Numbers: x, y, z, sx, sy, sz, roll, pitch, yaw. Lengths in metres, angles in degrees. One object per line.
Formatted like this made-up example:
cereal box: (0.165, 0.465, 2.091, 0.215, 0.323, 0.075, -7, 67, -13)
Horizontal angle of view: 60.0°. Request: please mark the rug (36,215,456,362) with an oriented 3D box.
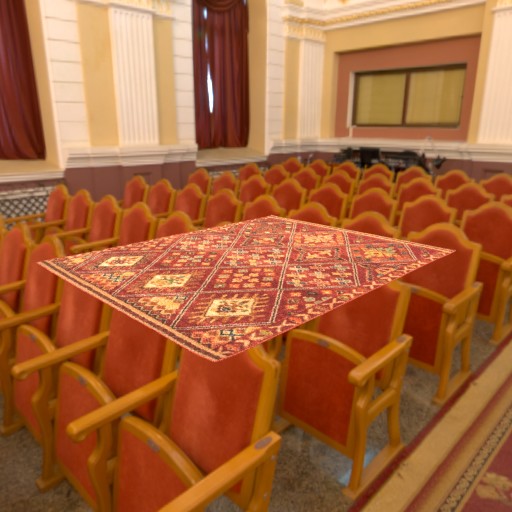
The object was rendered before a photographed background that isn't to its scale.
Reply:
rug: (0.000, 0.000, 4.152, 3.086, 0.030, 2.489, -16, 23, -43)
